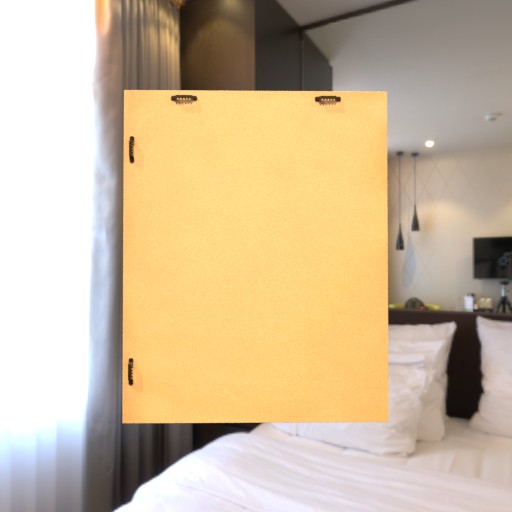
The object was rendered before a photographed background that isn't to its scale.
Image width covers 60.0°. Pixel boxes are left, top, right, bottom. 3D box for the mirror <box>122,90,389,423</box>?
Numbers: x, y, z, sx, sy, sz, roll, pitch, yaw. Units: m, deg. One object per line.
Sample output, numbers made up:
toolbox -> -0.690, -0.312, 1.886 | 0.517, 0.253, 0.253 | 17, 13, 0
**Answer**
mirror -> 0.000, 0.000, 0.694 | 0.406, 0.509, 0.041 | 0, -1, -1
